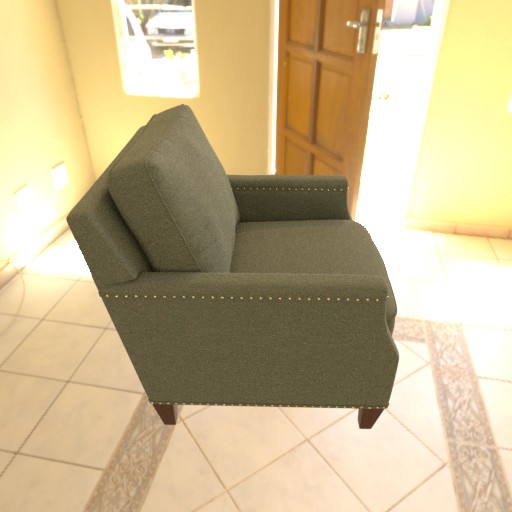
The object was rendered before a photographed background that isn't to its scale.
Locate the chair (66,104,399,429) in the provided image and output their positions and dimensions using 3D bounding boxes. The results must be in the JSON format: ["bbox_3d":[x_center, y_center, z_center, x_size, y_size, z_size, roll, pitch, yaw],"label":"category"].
[{"bbox_3d":[0.000,0.000,1.769,1.031,1.031,0.885,1,33,1],"label":"chair"}]
